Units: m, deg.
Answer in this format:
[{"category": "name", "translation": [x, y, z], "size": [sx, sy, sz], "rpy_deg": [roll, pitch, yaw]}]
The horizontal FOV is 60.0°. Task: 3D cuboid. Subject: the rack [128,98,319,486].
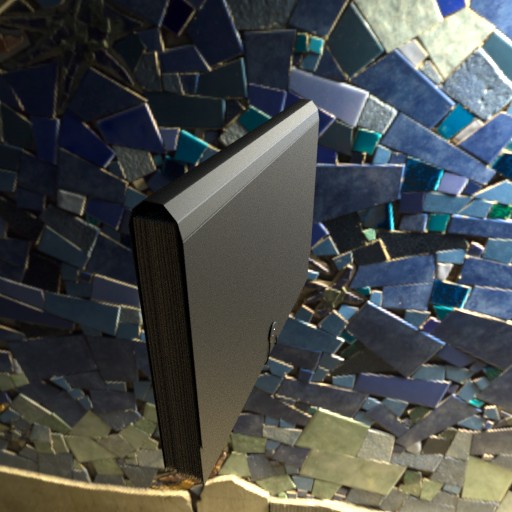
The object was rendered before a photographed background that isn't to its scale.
[{"category": "rack", "translation": [0.000, 0.000, 0.433], "size": [0.041, 0.241, 0.330], "rpy_deg": [10, 31, 17]}]
